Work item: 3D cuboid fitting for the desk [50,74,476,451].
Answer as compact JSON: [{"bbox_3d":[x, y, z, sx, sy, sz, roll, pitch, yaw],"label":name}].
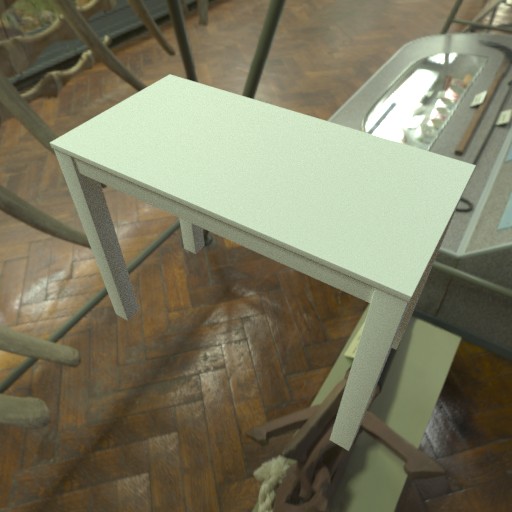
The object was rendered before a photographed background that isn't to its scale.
[{"bbox_3d":[0.000,0.000,1.421,0.990,0.762,0.497,24,51,22],"label":"desk"}]
